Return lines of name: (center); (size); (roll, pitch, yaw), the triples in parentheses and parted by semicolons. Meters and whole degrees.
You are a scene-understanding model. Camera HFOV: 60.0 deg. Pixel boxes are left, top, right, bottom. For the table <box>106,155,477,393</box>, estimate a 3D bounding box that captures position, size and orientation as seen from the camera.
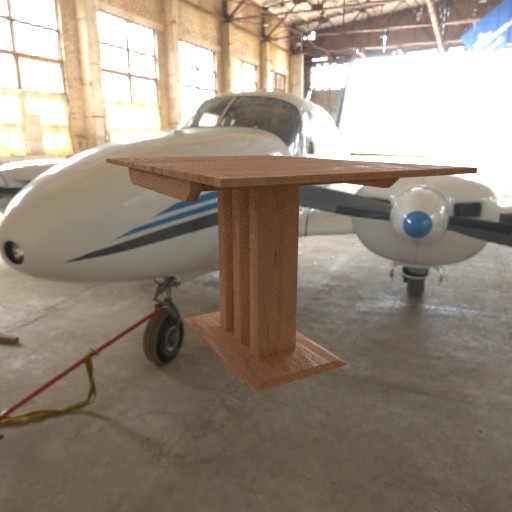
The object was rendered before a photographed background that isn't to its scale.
table: (0.000, 0.000, 1.852); (0.900, 0.770, 1.300); (-8, 17, -28)
